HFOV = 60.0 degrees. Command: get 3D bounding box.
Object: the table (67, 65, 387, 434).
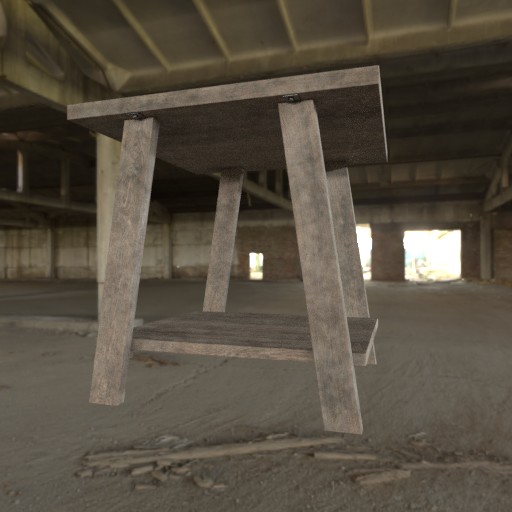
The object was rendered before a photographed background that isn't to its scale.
[{"bbox_3d":[0.000,0.000,1.094,0.610,0.610,0.610,0,0,18],"label":"table"}]
